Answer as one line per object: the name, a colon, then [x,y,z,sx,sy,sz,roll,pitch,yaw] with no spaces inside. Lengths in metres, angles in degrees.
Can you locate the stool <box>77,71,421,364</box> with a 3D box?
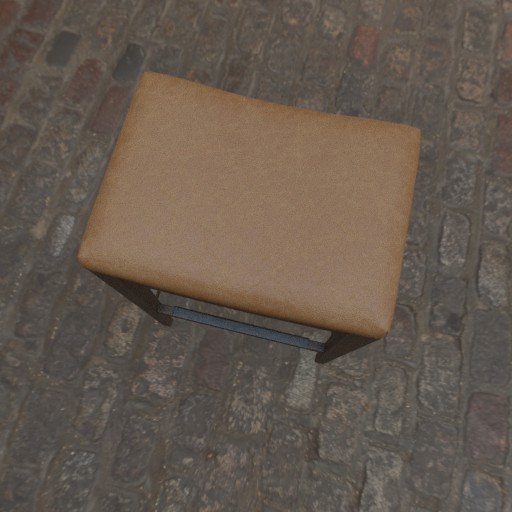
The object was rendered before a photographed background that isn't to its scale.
stool: [0.000,0.000,1.024,0.500,0.759,0.361,13,75,4]
